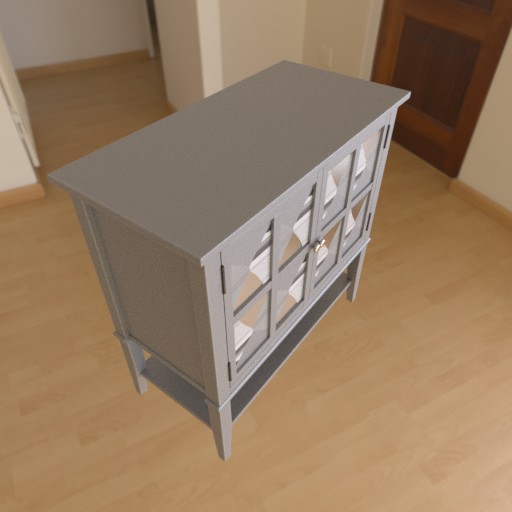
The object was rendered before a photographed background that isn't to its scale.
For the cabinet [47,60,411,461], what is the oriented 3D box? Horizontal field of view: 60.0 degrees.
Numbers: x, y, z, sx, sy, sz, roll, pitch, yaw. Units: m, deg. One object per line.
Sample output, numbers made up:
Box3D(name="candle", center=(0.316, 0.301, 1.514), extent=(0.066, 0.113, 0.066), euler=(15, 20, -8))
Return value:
Box3D(name="cabinet", center=(0.000, 0.000, 1.253), extent=(0.396, 0.780, 0.801), euler=(27, 49, 27))
